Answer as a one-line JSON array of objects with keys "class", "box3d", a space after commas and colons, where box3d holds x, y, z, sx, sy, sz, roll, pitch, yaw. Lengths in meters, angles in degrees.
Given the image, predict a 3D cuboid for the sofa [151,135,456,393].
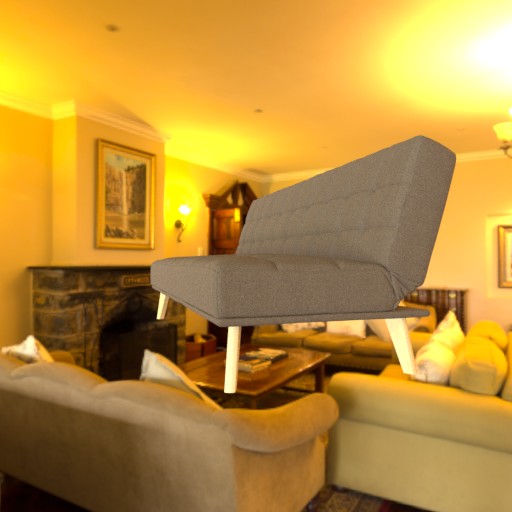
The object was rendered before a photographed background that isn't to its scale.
[{"class": "sofa", "box3d": [0.000, 0.000, 2.221, 0.860, 0.810, 1.800, 0, -1, -19]}]
